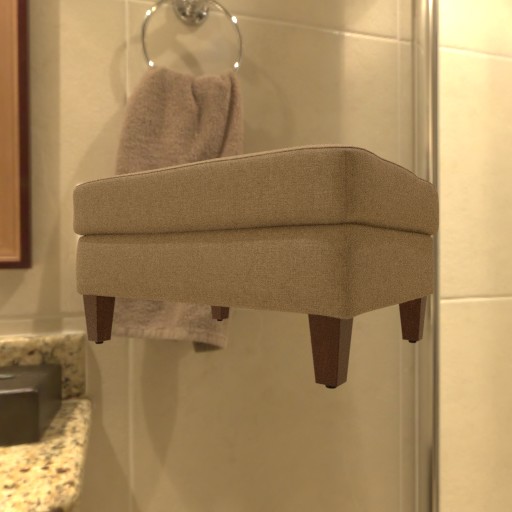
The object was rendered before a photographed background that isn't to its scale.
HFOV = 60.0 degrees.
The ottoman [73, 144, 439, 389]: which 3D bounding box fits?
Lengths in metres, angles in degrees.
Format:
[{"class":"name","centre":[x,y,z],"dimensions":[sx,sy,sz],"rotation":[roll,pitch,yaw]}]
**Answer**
[{"class":"ottoman","centre":[0.000,0.000,1.317],"dimensions":[0.898,0.519,0.677],"rotation":[0,0,35]}]
